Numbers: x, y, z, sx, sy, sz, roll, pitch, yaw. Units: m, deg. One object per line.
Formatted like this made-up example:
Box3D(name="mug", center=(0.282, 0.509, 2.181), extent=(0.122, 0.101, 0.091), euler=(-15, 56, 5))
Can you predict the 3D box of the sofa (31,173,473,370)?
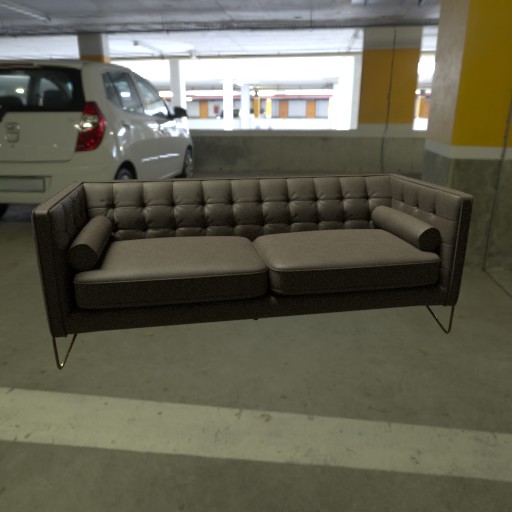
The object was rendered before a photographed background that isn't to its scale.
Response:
Box3D(name="sofa", center=(0.000, 0.000, 2.523), extent=(2.087, 0.789, 0.867), euler=(-3, 18, -10))
